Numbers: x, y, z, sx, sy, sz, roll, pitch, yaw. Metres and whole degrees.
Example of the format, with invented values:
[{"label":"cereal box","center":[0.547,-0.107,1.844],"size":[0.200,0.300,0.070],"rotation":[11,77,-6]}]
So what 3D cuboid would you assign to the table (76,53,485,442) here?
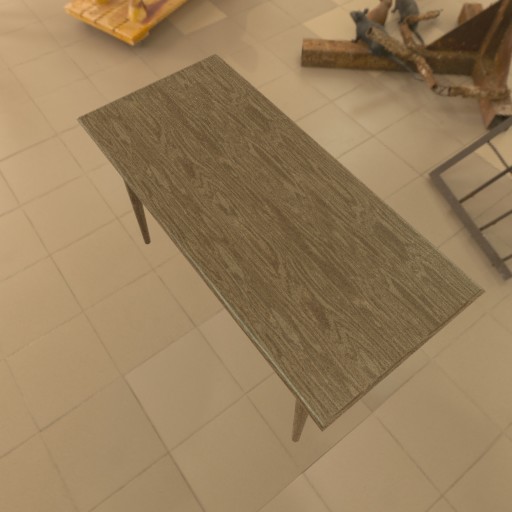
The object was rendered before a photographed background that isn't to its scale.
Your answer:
[{"label":"table","center":[0.000,0.000,1.719],"size":[0.599,0.780,1.300],"rotation":[-33,65,-18]}]
